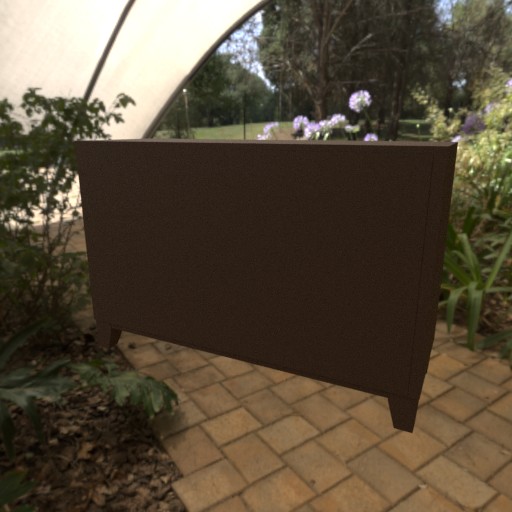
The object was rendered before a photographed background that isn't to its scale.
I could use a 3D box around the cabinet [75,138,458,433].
[{"bbox_3d":[0.000,0.000,1.823,1.396,0.914,0.482,8,18,25],"label":"cabinet"}]
